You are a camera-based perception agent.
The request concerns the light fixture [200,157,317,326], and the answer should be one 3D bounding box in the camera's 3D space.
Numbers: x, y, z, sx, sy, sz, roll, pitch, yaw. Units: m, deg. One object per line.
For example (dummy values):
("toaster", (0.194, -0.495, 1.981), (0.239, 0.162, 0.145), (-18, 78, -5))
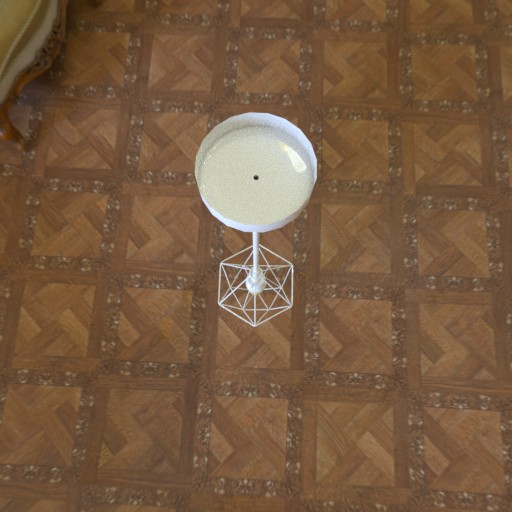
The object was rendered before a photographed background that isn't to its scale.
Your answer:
("light fixture", (0.000, 0.000, 1.919), (0.431, 1.764, 0.487), (2, 76, 0))
